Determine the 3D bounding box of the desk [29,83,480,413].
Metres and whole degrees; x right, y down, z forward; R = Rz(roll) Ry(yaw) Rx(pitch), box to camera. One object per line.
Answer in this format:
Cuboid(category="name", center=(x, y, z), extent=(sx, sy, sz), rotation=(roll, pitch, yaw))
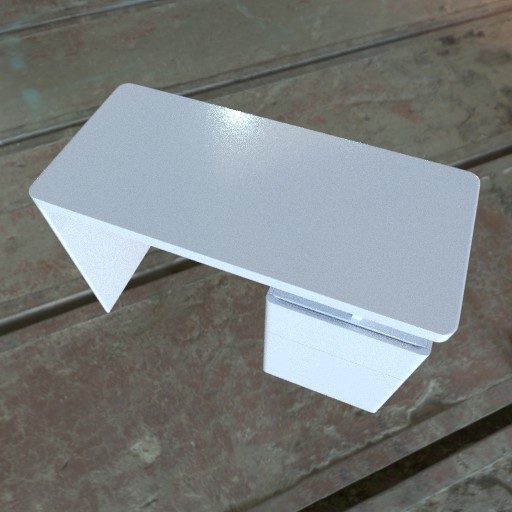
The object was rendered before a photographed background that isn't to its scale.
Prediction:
Cuboid(category="desk", center=(0.000, 0.000, 1.591), extent=(1.200, 0.760, 0.550), rotation=(18, 59, 11))
